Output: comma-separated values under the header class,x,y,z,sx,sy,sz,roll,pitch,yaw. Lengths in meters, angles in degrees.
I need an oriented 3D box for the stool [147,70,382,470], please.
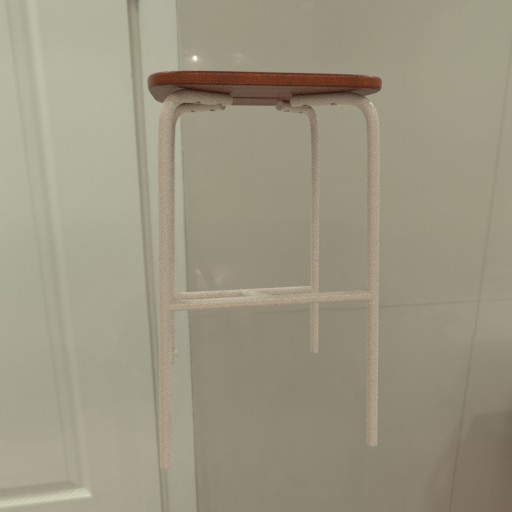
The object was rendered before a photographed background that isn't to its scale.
class,x,y,z,sx,sy,sz,roll,pitch,yaw
stool,0.000,0.000,0.852,0.376,0.610,0.376,-2,15,-9
